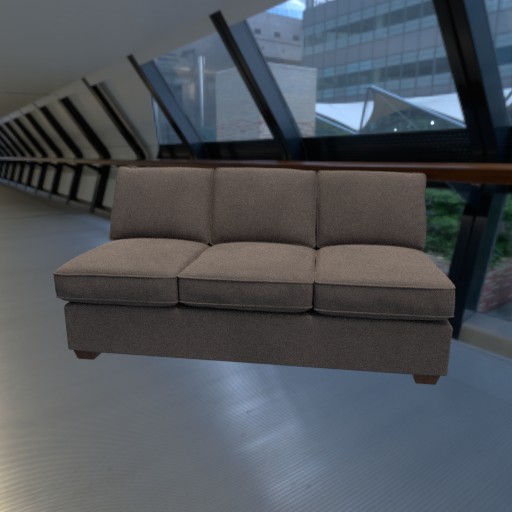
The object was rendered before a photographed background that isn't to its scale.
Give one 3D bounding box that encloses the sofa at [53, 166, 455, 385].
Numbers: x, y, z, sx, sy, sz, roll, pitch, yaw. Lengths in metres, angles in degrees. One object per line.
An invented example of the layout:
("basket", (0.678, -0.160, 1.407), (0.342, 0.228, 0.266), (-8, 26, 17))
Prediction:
("sofa", (0.000, 0.000, 2.551), (1.962, 0.973, 1.027), (2, 14, 8))
